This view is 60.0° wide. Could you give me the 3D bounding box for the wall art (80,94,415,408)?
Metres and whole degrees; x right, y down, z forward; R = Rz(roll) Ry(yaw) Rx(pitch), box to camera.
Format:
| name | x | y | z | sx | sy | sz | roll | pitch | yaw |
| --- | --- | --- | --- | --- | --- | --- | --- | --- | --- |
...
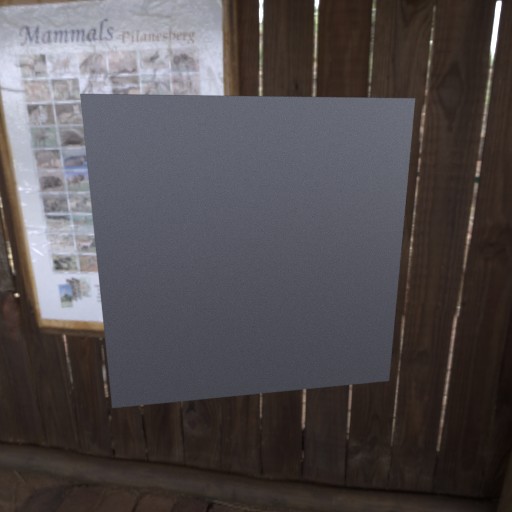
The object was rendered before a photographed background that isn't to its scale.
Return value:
| name | x | y | z | sx | sy | sz | roll | pitch | yaw |
| --- | --- | --- | --- | --- | --- | --- | --- | --- | --- |
| wall art | 0.000 | 0.000 | 0.749 | 0.507 | 0.507 | 0.038 | -3 | 16 | -9 |
